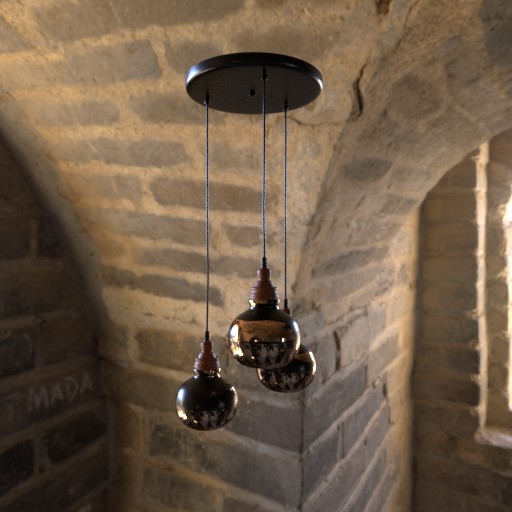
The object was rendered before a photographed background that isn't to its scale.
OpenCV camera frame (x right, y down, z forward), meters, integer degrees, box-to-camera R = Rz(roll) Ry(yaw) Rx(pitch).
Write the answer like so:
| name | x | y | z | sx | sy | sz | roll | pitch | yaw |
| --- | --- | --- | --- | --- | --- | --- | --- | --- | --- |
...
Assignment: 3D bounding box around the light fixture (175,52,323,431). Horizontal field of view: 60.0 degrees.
| name | x | y | z | sx | sy | sz | roll | pitch | yaw |
| --- | --- | --- | --- | --- | --- | --- | --- | --- | --- |
| light fixture | 0.000 | 0.000 | 1.786 | 0.608 | 1.410 | 0.605 | 0 | 0 | -17 |
